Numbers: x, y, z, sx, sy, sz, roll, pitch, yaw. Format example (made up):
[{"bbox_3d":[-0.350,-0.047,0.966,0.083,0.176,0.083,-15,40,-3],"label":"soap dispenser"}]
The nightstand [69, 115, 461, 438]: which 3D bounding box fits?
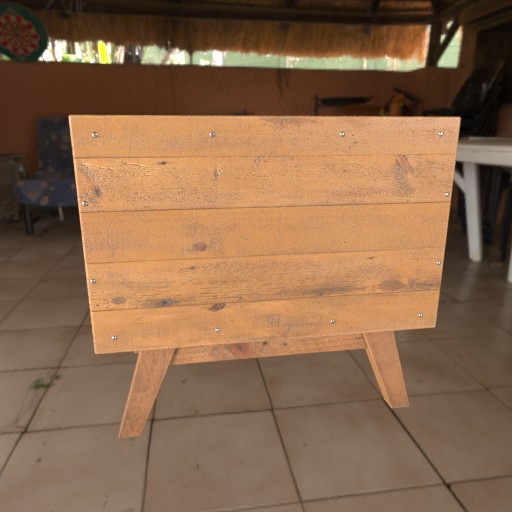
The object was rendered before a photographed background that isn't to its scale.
[{"bbox_3d":[0.000,0.000,1.014,0.650,0.599,0.450,-3,16,-9],"label":"nightstand"}]
